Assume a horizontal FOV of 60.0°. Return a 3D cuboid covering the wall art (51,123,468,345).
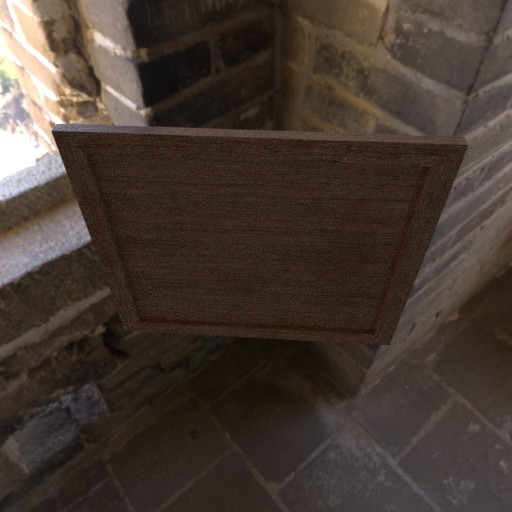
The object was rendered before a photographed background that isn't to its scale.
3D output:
[{"bbox_3d":[0.000,0.000,0.951,0.690,0.588,0.026,3,46,3],"label":"wall art"}]
